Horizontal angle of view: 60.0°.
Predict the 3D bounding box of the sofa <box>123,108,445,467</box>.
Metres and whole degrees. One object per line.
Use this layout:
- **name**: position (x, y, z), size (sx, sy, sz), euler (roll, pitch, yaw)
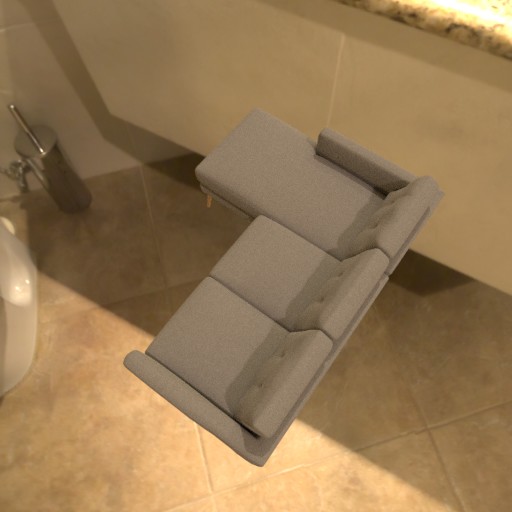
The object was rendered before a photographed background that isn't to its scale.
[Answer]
- **sofa**: position (0.000, 0.000, 2.866), size (1.530, 0.860, 2.040), euler (34, 69, 15)
